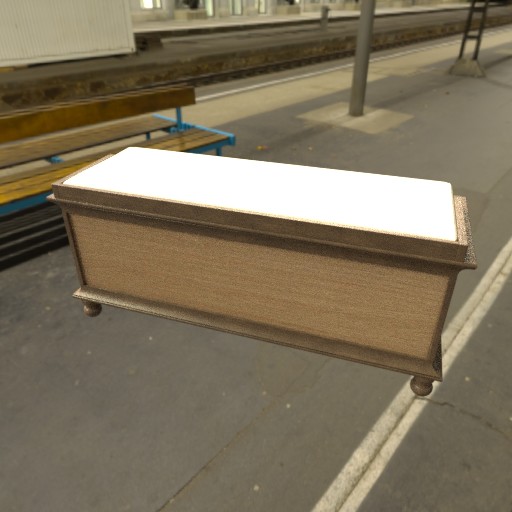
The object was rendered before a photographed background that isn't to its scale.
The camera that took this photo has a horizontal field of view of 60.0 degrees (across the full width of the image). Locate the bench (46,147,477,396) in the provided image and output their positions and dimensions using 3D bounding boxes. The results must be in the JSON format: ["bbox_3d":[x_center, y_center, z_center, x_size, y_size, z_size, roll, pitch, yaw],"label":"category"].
[{"bbox_3d":[0.000,0.000,1.423,1.185,0.501,0.402,10,32,16],"label":"bench"}]
